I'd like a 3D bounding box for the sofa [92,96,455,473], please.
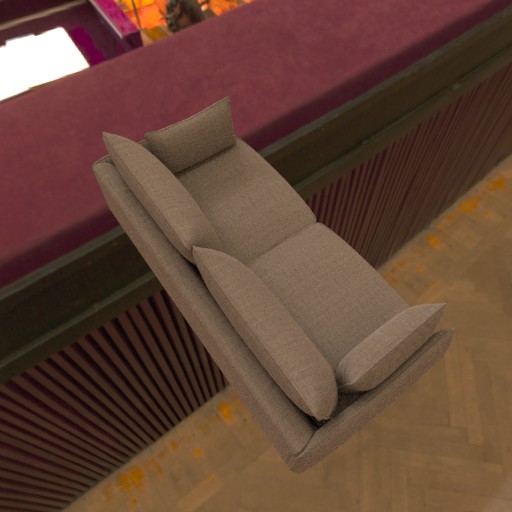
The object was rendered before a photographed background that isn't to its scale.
[{"bbox_3d":[0.000,0.000,2.420,0.972,0.851,1.989,-31,63,-18],"label":"sofa"}]
